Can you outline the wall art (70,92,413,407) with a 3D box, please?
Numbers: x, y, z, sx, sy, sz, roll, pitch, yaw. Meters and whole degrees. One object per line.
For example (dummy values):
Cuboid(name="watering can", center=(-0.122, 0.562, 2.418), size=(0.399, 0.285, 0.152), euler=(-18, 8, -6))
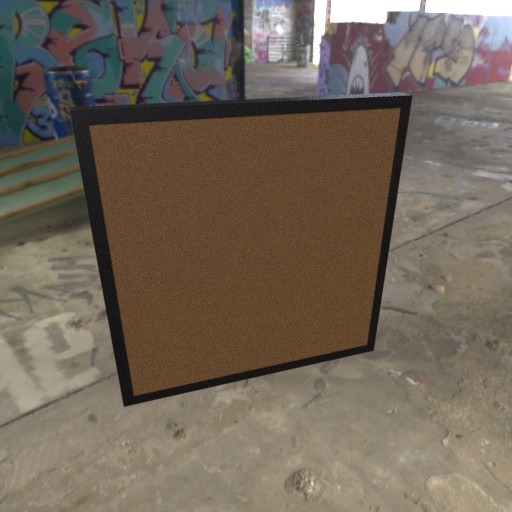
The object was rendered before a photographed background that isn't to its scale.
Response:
Cuboid(name="wall art", center=(0.000, 0.000, 0.758), size=(0.506, 0.506, 0.037), euler=(-8, 28, -16))
